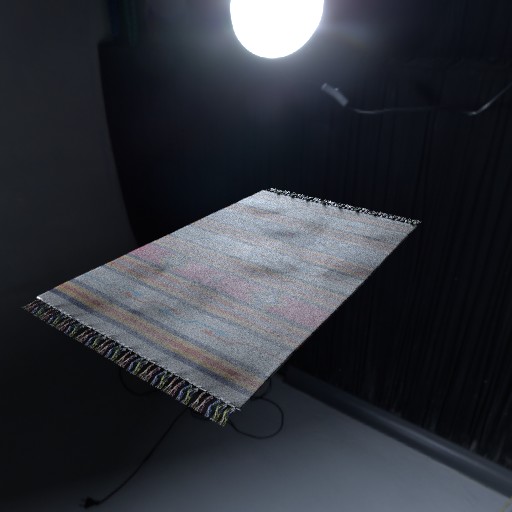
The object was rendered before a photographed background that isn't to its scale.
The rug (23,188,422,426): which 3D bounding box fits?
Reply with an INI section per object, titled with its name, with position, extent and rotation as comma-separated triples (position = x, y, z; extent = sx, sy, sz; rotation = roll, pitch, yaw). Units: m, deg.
[rug]
position = 0.000, 0.000, 2.208
extent = 1.084, 0.013, 1.849
rotation = 18, 32, 31
